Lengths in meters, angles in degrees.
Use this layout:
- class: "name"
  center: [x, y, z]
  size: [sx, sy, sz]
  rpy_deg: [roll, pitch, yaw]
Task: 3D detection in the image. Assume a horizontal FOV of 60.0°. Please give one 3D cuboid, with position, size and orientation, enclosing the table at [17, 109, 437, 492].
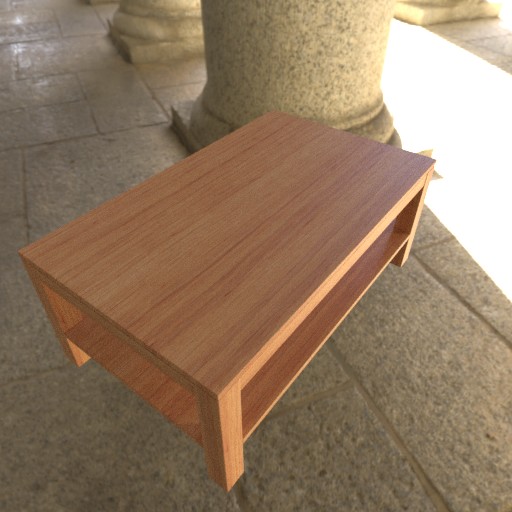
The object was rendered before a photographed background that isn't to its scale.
- class: "table"
  center: [0.000, 0.000, 1.491]
  size: [0.695, 0.457, 1.146]
  rpy_deg: [27, 48, 27]
